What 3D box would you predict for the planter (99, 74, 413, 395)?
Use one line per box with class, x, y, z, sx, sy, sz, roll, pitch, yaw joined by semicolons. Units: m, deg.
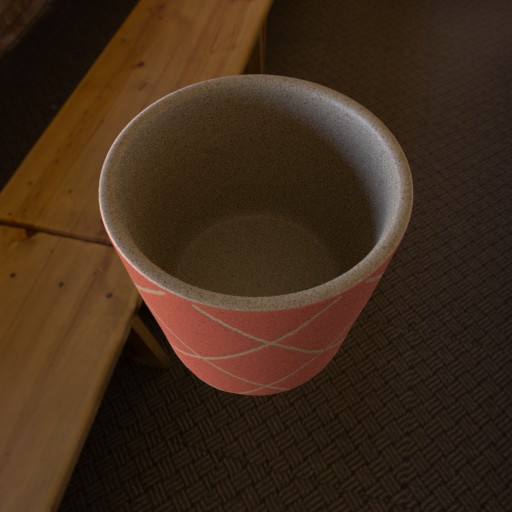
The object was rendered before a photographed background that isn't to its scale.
planter;0.000;0.000;0.423;0.227;0.235;0.227;0;57;0
